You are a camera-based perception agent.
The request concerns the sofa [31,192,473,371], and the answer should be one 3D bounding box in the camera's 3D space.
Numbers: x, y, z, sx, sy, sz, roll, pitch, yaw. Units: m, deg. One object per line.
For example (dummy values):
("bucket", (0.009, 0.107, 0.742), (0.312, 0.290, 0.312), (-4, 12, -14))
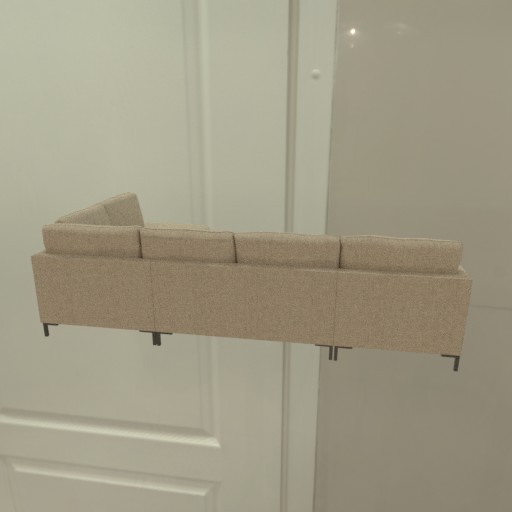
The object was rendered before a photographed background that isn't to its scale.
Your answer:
("sofa", (0.000, 0.000, 4.311), (3.423, 0.996, 2.021), (3, 18, 9))
